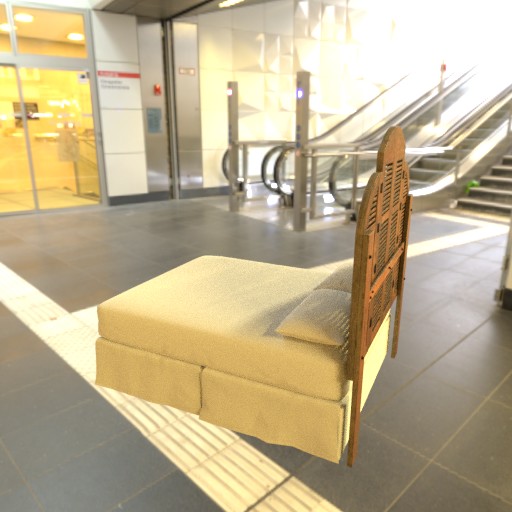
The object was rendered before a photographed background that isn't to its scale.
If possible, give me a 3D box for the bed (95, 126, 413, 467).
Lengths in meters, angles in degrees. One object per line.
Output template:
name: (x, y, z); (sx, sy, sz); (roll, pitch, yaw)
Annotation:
bed: (0.000, 0.000, 3.582); (2.138, 2.019, 1.713); (8, 18, 25)
